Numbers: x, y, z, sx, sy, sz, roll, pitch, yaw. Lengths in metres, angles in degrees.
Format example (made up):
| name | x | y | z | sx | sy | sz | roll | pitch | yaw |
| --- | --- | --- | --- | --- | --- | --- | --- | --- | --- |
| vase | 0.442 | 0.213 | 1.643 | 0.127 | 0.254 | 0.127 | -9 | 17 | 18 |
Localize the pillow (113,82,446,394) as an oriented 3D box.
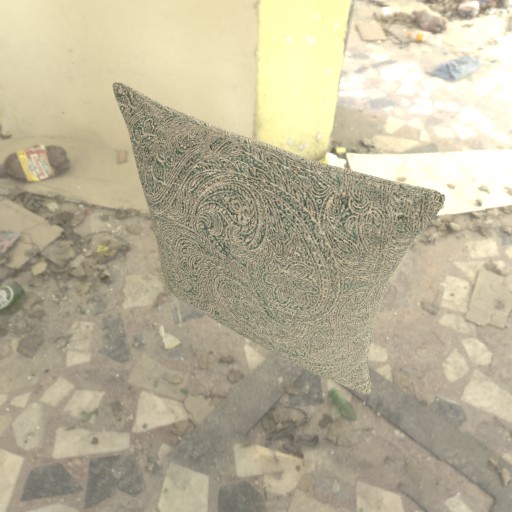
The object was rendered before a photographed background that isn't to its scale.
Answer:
| name | x | y | z | sx | sy | sz | roll | pitch | yaw |
| --- | --- | --- | --- | --- | --- | --- | --- | --- | --- |
| pillow | 0.000 | 0.000 | 0.786 | 0.526 | 0.507 | 0.166 | 25 | 52 | 22 |
